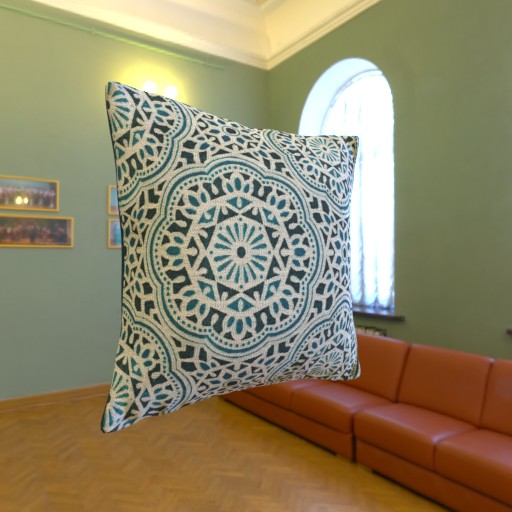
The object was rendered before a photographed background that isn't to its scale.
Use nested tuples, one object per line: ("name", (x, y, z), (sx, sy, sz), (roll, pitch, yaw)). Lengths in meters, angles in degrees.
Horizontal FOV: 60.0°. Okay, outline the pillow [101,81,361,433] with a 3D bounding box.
("pillow", (0.000, 0.000, 0.645), (0.440, 0.420, 0.145), (1, -1, -35))
